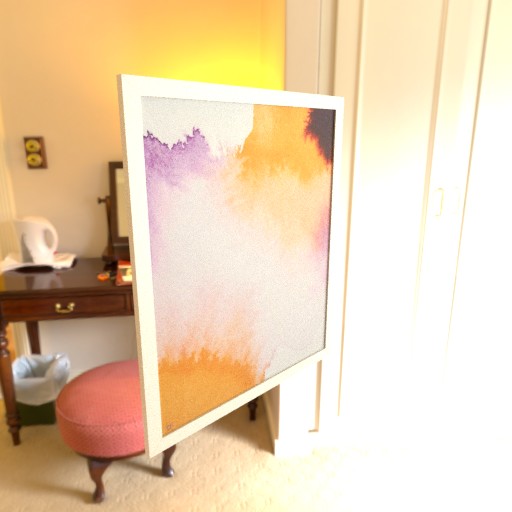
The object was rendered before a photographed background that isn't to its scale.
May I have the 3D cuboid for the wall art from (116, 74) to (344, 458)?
[{"bbox_3d":[0.000,0.000,0.784,0.012,0.557,0.482,15,21,43],"label":"wall art"}]
